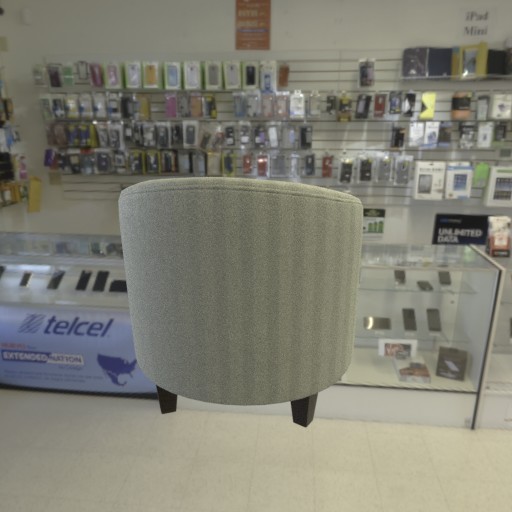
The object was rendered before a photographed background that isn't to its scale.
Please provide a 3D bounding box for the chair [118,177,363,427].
[{"bbox_3d":[0.000,0.000,1.735,0.756,0.757,1.288,2,17,8],"label":"chair"}]
